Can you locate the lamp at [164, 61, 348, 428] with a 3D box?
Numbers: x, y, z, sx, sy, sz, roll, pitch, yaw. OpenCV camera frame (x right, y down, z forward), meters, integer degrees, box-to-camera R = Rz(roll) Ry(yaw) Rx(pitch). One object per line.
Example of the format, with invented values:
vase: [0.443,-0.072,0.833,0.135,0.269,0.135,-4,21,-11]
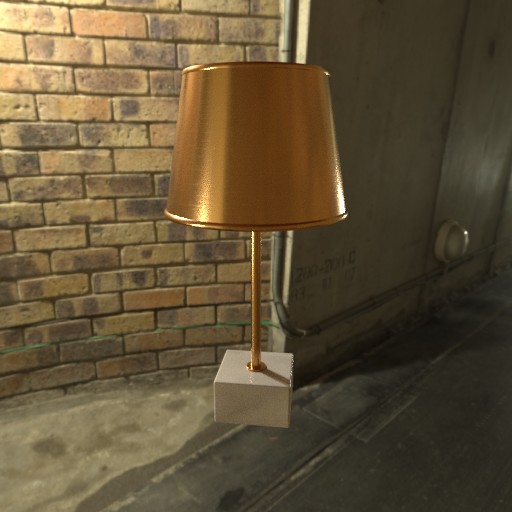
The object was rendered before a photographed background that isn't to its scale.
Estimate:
lamp: [0.000,0.000,0.527,0.208,0.406,0.208,0,16,0]
